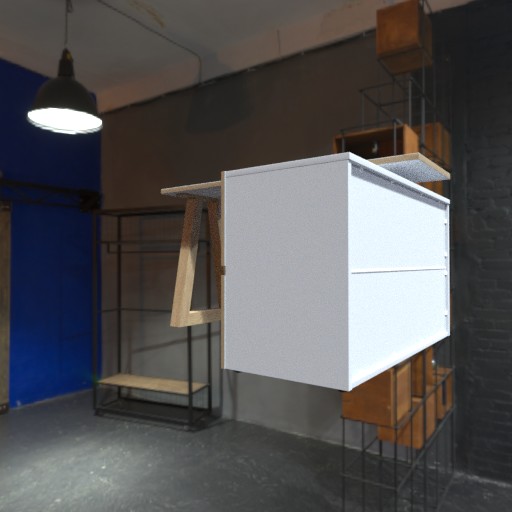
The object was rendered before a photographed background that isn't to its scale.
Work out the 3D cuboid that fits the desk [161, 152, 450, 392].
[{"bbox_3d":[0.000,0.000,1.999,1.404,0.755,1.098,-1,-1,36],"label":"desk"}]
